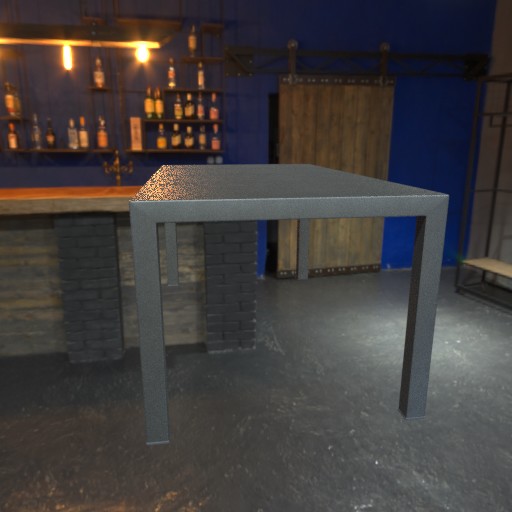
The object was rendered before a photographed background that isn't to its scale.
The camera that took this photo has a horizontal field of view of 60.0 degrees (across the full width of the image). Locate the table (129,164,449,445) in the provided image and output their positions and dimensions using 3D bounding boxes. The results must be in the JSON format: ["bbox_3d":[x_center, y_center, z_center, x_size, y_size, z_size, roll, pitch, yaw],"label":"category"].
[{"bbox_3d":[0.000,0.000,1.272,0.559,0.460,0.965,-2,15,-8],"label":"table"}]
